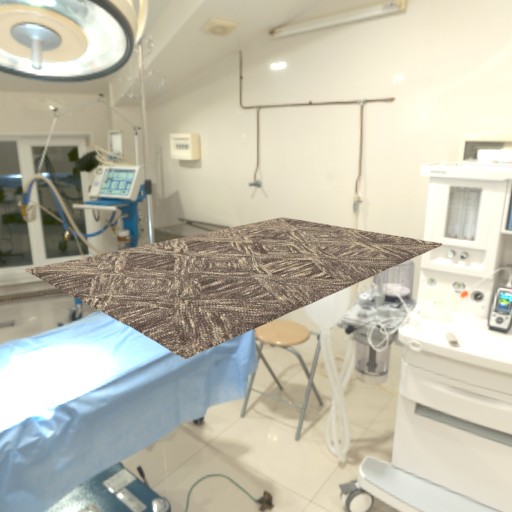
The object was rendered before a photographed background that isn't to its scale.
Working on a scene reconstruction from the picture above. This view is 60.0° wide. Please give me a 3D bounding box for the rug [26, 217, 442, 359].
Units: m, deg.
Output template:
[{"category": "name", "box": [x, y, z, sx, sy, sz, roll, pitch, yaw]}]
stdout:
[{"category": "rug", "box": [0.000, 0.000, 2.256, 1.186, 0.012, 1.814, 14, 21, 42]}]
